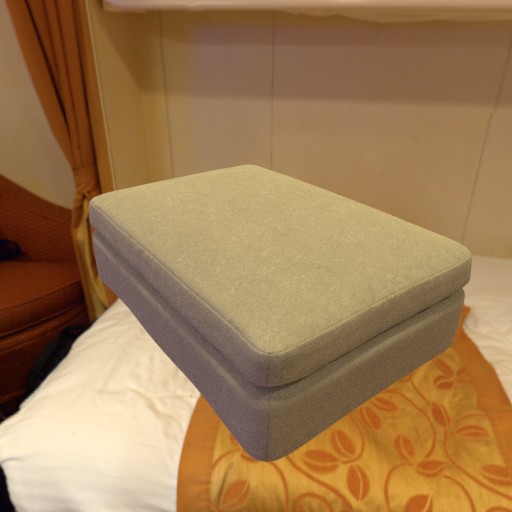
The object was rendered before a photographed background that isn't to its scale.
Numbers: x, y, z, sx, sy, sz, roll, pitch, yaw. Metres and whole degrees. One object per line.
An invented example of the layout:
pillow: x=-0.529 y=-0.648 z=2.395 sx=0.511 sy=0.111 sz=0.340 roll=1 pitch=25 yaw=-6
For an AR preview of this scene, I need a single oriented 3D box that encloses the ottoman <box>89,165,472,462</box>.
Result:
ottoman: x=0.000 y=0.000 z=1.597 sx=0.840 sy=0.429 sz=1.199 roll=-19 pitch=33 yaw=-32
